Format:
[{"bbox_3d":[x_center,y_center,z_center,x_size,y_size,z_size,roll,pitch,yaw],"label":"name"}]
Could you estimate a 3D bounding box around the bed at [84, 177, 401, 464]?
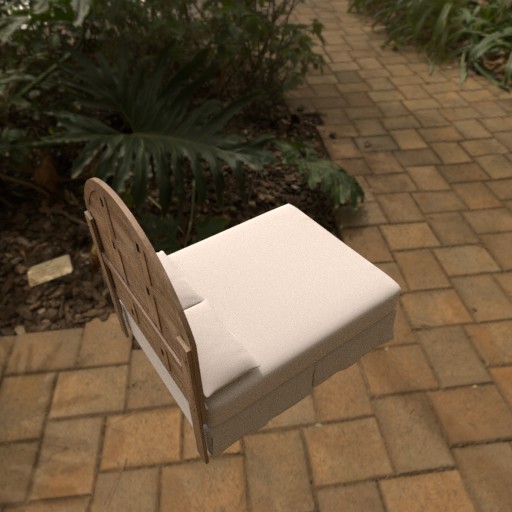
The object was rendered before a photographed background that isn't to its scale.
[{"bbox_3d":[0.000,0.000,3.666,2.112,2.002,1.713,-26,48,-26],"label":"bed"}]
